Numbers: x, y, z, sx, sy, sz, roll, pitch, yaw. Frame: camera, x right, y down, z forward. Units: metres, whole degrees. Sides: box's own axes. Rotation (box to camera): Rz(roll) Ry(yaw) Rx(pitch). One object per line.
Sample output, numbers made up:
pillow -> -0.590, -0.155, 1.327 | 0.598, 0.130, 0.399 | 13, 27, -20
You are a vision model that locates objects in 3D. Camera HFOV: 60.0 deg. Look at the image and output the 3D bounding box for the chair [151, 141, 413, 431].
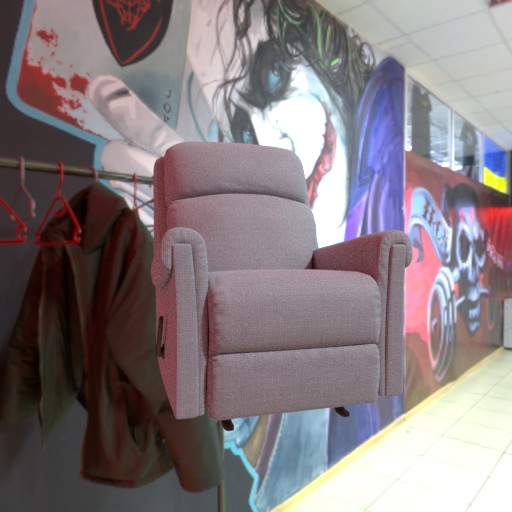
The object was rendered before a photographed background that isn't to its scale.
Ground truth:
chair -> 0.000, 0.000, 1.802 | 0.838, 1.054, 1.014 | 0, 1, -17
